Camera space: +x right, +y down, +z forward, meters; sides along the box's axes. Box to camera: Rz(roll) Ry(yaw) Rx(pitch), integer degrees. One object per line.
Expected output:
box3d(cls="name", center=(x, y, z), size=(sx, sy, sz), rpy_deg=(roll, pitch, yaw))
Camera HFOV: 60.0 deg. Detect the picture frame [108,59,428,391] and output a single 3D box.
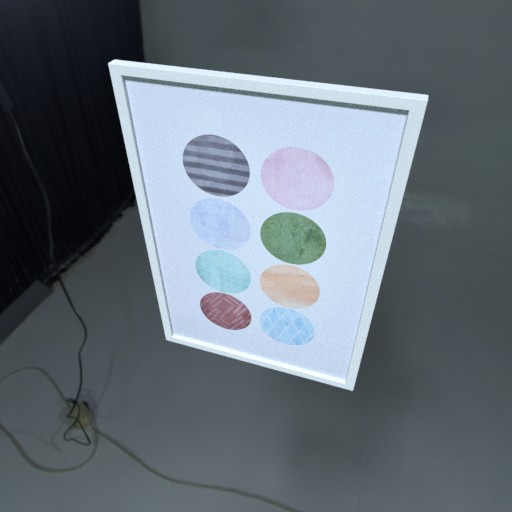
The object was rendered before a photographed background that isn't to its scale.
box3d(cls="picture frame", center=(0.000, 0.000, 0.551), size=(0.305, 0.434, 0.013), rpy_deg=(12, 42, 14))
